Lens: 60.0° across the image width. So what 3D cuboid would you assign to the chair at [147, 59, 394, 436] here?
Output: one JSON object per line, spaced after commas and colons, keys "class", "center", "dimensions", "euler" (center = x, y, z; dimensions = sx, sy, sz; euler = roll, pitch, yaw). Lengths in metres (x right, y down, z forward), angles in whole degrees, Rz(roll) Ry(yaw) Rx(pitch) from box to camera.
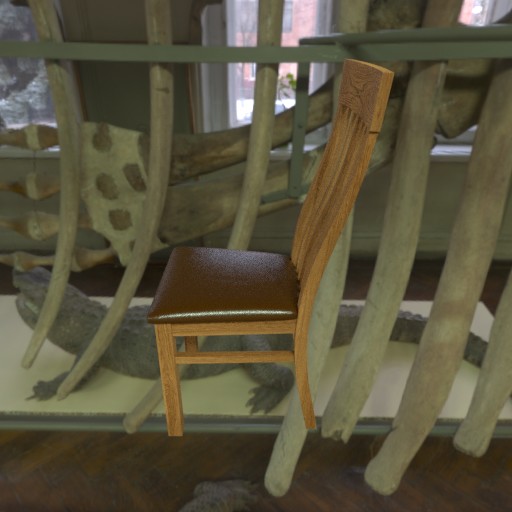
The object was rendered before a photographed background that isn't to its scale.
{"class": "chair", "center": [0.000, 0.000, 1.319], "dimensions": [0.580, 1.050, 0.450], "euler": [0, 27, 0]}
